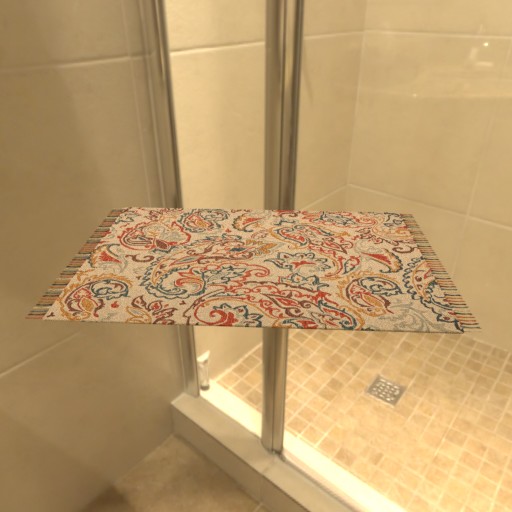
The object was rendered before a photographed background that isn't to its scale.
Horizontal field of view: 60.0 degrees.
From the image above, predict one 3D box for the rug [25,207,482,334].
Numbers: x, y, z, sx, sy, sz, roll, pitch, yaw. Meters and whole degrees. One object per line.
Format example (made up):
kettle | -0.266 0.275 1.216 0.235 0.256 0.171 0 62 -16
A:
rug | 0.000 0.000 2.436 1.997 0.010 1.218 1 30 2
